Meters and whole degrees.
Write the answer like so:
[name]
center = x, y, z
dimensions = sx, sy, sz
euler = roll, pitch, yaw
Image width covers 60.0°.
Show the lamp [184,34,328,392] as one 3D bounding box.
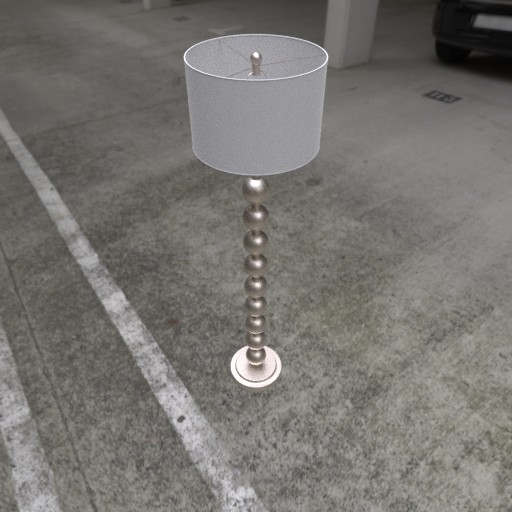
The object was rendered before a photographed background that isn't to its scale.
[lamp]
center = 0.000, 0.000, 1.690
dimensions = 0.394, 1.474, 0.394
euler = -24, 47, -25
